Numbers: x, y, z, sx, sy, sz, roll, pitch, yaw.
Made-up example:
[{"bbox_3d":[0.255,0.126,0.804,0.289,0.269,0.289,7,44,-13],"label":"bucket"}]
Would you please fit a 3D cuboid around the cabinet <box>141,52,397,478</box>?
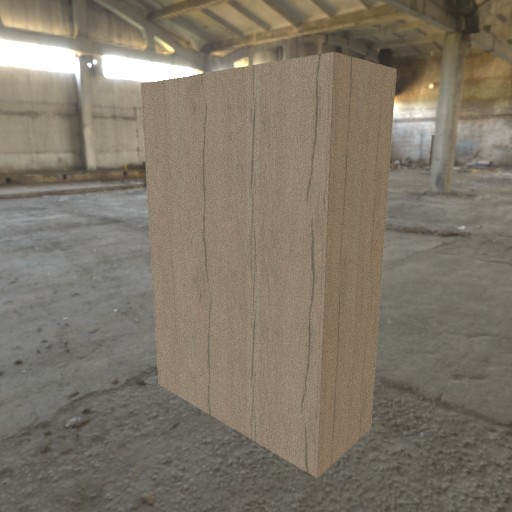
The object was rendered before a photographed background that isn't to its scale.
[{"bbox_3d":[0.000,0.000,2.735,1.400,2.070,0.580,12,19,41],"label":"cabinet"}]
